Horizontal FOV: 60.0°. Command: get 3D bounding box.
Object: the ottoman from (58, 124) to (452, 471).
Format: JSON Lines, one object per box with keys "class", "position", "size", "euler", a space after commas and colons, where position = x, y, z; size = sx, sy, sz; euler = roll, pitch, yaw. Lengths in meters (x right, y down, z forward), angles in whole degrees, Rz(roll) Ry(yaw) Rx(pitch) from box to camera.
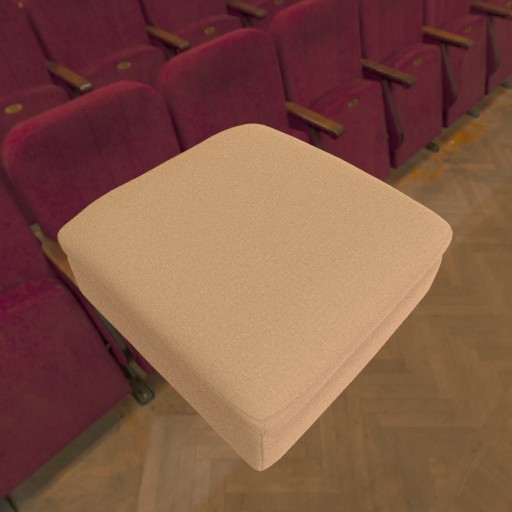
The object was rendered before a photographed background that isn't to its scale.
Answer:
{"class": "ottoman", "position": [0.000, 0.000, 1.562], "size": [0.996, 0.467, 0.977], "euler": [35, 57, 28]}
